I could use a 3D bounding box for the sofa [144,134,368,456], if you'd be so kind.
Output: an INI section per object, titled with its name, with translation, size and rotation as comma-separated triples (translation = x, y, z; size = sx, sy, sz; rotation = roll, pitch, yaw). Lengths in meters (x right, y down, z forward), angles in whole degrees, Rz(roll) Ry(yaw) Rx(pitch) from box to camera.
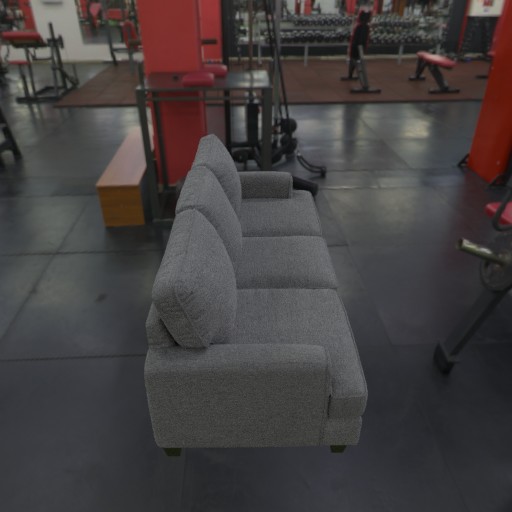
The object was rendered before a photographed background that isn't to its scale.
[sofa]
translation = 0.000, 0.000, 2.722
size = 0.951, 0.965, 2.158
rotation = 0, 32, 0
